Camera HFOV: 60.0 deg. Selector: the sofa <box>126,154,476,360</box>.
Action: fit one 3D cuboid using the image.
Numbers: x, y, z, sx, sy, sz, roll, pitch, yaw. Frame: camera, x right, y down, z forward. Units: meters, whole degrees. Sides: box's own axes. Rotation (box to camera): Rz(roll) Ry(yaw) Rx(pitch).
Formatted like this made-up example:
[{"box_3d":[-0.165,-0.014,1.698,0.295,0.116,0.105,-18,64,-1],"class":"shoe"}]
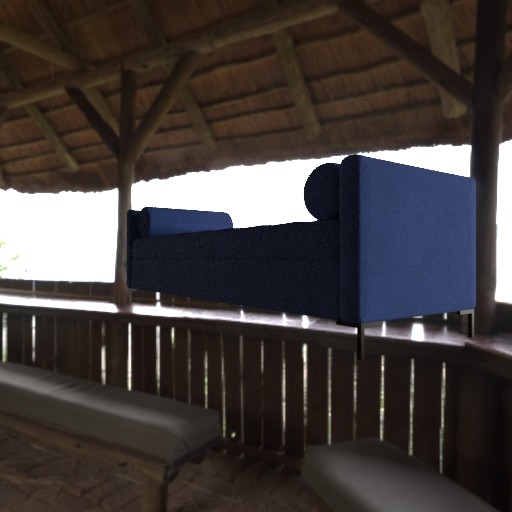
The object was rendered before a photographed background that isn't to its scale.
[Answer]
[{"box_3d":[0.000,0.000,2.317,0.686,0.635,1.981,0,0,-36],"class":"sofa"}]
